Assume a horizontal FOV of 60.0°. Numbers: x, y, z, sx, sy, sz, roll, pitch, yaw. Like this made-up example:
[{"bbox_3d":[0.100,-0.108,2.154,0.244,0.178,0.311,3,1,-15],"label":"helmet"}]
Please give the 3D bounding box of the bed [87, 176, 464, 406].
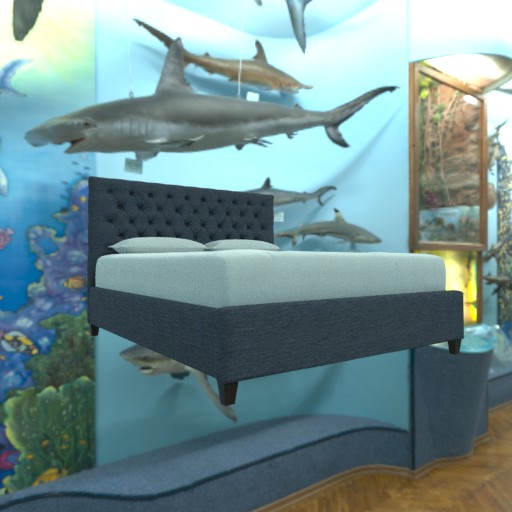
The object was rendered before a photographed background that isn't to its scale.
[{"bbox_3d":[0.000,0.000,3.608,2.078,1.427,2.387,0,0,-35],"label":"bed"}]
